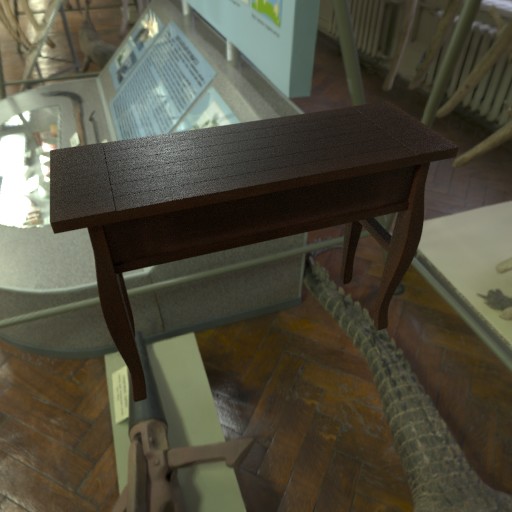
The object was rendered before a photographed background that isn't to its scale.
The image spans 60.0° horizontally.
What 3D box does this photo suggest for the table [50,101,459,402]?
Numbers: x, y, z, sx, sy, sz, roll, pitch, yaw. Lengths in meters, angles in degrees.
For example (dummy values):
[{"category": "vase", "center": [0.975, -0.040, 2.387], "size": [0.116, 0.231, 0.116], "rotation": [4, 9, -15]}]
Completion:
[{"category": "table", "center": [0.000, 0.000, 1.459], "size": [1.062, 0.768, 0.373], "rotation": [-13, 42, -15]}]
